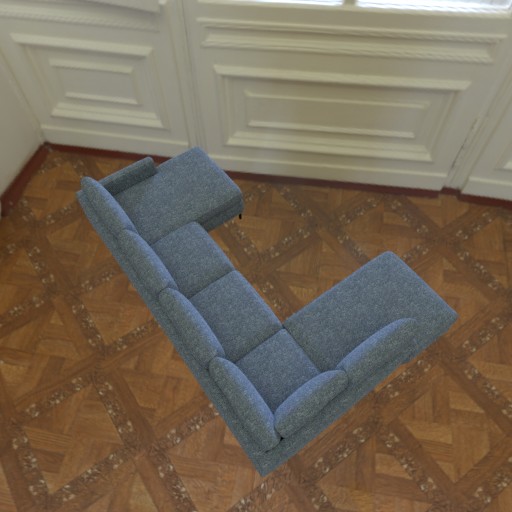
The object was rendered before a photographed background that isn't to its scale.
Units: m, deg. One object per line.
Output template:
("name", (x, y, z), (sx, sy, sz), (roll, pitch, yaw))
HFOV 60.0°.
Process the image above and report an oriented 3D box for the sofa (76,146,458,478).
("sofa", (0.000, 0.000, 3.660), (1.879, 0.756, 2.737), (-32, 63, -18))
